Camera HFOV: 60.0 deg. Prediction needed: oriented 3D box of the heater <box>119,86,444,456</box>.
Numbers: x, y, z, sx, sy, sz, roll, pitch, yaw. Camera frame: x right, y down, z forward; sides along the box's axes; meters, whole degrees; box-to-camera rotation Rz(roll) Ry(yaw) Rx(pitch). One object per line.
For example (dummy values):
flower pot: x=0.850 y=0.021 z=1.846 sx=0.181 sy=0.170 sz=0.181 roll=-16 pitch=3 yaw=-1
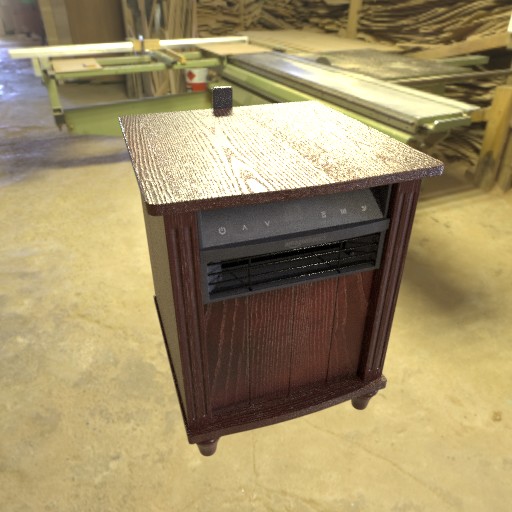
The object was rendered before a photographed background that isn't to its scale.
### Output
heater: x=0.000 y=0.000 z=0.751 sx=0.362 sy=0.481 sz=0.400 roll=-10 pitch=33 yaw=-16
